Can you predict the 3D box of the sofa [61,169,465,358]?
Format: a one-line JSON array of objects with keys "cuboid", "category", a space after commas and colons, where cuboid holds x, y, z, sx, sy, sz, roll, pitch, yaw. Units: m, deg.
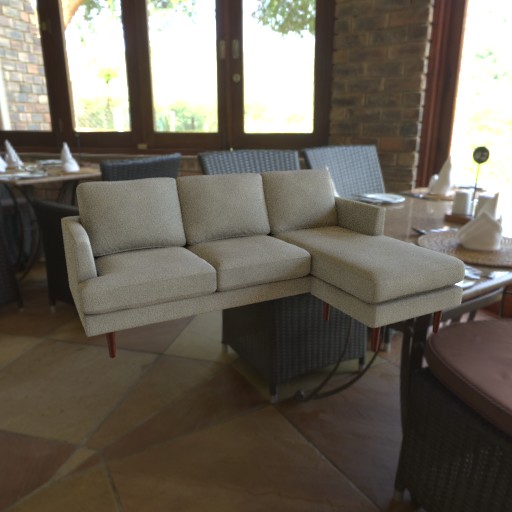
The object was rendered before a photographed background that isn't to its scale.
[{"cuboid": [0.000, 0.000, 2.919, 2.233, 0.956, 1.504, -9, 19, -26], "category": "sofa"}]
